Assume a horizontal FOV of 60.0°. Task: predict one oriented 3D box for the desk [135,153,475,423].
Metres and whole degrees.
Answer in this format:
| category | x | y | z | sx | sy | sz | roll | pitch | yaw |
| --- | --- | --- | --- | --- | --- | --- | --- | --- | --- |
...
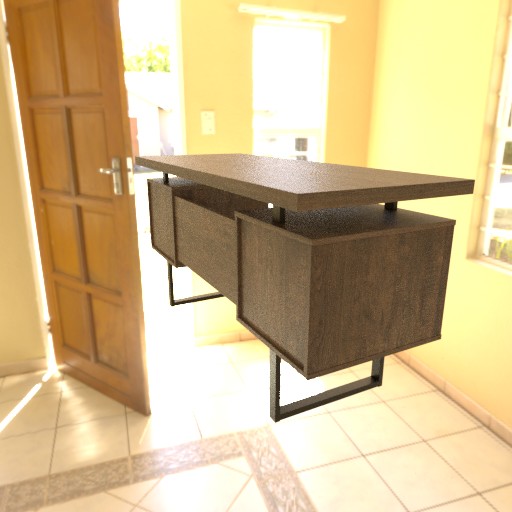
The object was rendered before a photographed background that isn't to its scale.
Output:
| category | x | y | z | sx | sy | sz | roll | pitch | yaw |
| --- | --- | --- | --- | --- | --- | --- | --- | --- | --- |
| desk | 0.000 | 0.000 | 1.875 | 0.600 | 0.760 | 1.524 | -8 | 18 | -27 |
